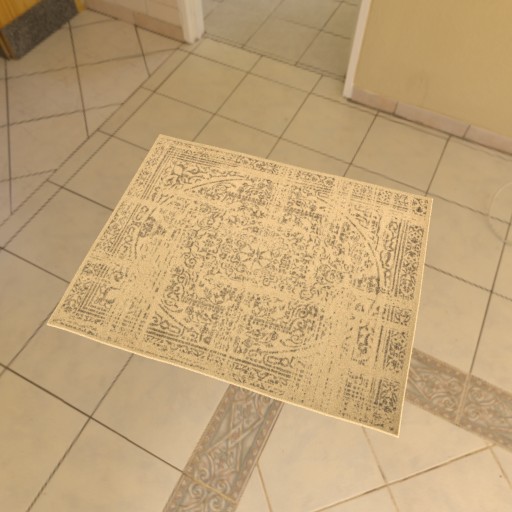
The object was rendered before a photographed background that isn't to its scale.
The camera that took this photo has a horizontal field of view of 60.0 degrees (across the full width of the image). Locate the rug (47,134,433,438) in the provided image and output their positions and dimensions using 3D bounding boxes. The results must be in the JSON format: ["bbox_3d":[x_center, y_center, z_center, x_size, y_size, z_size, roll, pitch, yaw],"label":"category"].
[{"bbox_3d":[0.000,0.000,3.994,2.921,0.032,2.311,15,60,9],"label":"rug"}]
